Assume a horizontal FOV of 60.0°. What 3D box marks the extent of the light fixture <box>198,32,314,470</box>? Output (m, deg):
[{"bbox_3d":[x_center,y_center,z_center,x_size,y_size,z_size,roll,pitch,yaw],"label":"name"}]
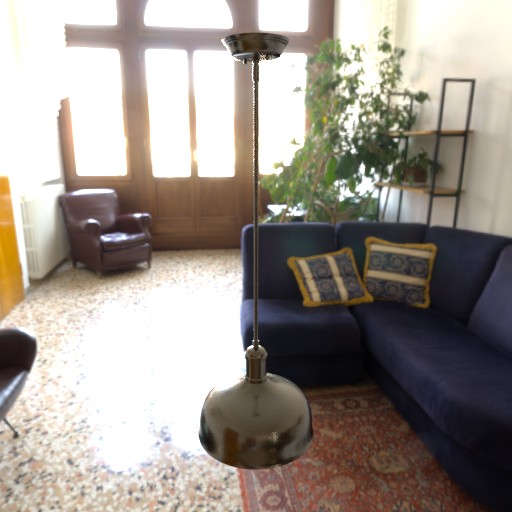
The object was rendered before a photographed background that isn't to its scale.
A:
[{"bbox_3d":[0.000,0.000,1.048,0.299,0.935,0.299,-13,19,-42],"label":"light fixture"}]
